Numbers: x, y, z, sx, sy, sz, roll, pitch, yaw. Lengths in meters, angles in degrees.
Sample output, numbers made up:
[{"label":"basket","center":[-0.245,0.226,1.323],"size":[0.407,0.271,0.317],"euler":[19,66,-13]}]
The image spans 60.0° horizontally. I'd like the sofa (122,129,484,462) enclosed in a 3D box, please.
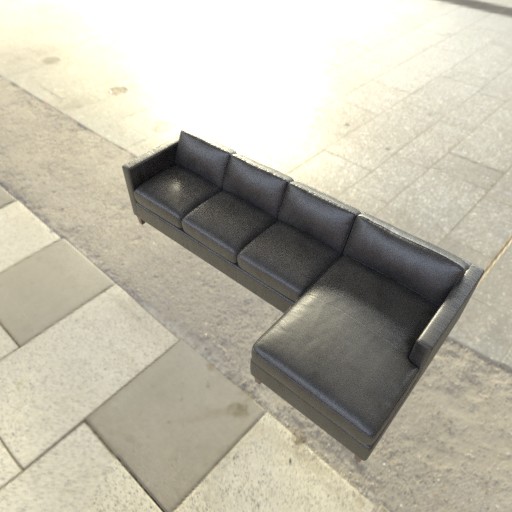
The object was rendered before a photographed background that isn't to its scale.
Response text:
[{"label":"sofa","center":[0.000,0.000,3.849],"size":[3.203,0.883,1.581],"euler":[31,53,27]}]
